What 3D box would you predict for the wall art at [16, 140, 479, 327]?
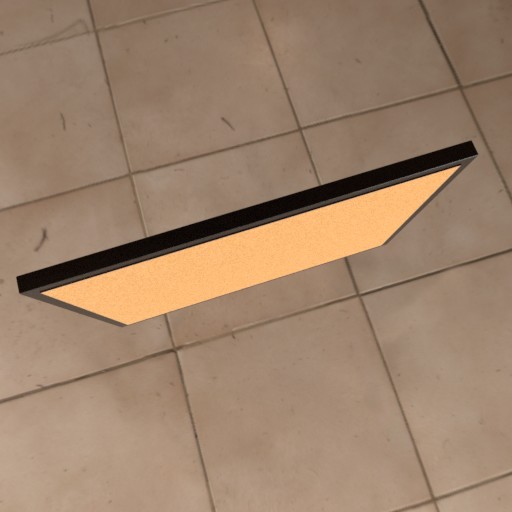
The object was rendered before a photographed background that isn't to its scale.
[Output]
[{"bbox_3d":[0.000,0.000,0.828,0.657,0.458,0.027,-17,76,-4],"label":"wall art"}]
